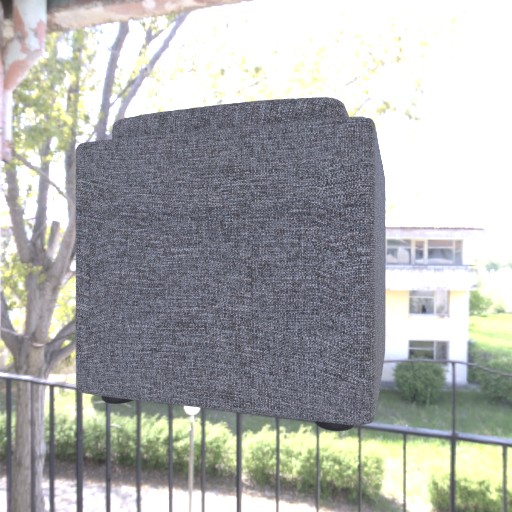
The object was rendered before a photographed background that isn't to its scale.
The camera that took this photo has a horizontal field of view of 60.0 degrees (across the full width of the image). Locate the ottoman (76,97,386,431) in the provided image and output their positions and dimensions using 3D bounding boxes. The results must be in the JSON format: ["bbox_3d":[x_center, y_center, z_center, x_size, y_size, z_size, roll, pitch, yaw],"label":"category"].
[{"bbox_3d":[0.000,0.000,0.820,0.450,0.460,0.450,0,0,18],"label":"ottoman"}]
